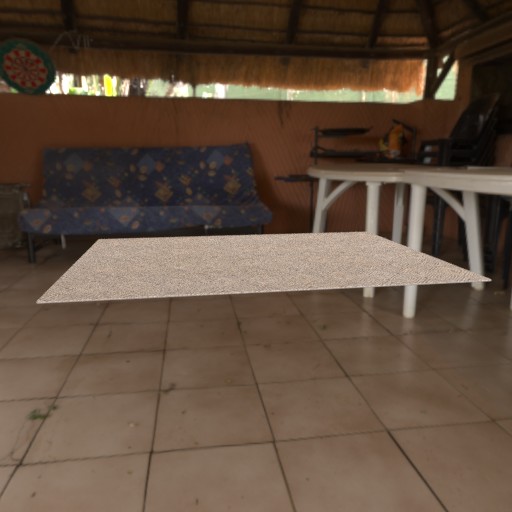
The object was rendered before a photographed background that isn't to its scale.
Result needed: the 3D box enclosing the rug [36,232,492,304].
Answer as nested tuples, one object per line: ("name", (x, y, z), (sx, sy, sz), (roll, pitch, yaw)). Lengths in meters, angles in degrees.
("rug", (0.000, 0.000, 2.903), (2.238, 0.008, 1.593), (-2, 12, -9))
